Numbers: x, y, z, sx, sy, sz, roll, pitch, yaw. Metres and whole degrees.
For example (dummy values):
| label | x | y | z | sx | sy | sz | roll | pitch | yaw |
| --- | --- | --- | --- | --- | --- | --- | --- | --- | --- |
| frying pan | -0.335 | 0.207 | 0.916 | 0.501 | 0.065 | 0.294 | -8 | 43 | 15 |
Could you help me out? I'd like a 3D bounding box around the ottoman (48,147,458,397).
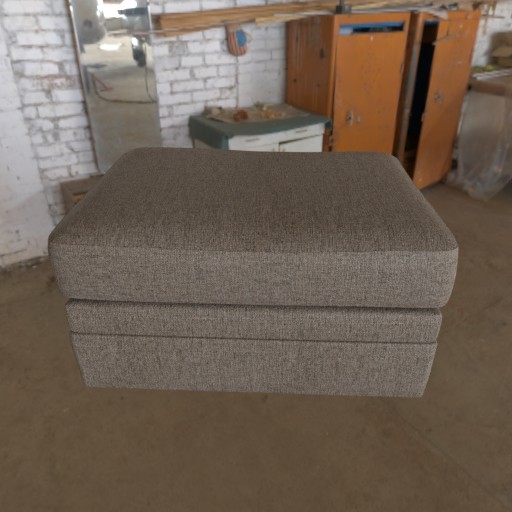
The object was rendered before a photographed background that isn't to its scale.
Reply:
| label | x | y | z | sx | sy | sz | roll | pitch | yaw |
| --- | --- | --- | --- | --- | --- | --- | --- | --- | --- |
| ottoman | 0.000 | 0.000 | 1.244 | 0.885 | 0.478 | 0.637 | 1 | 31 | 2 |
